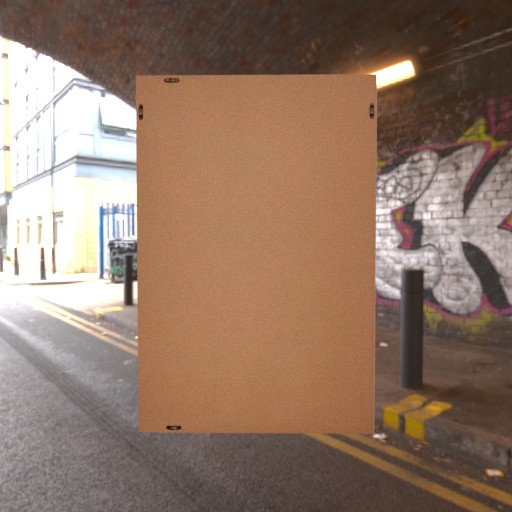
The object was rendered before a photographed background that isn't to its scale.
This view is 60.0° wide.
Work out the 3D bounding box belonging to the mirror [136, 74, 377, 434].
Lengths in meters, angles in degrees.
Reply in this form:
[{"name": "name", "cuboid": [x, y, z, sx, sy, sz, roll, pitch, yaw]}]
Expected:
[{"name": "mirror", "cuboid": [0.000, 0.000, 1.147, 0.609, 0.915, 0.041, 0, 2, 1]}]
